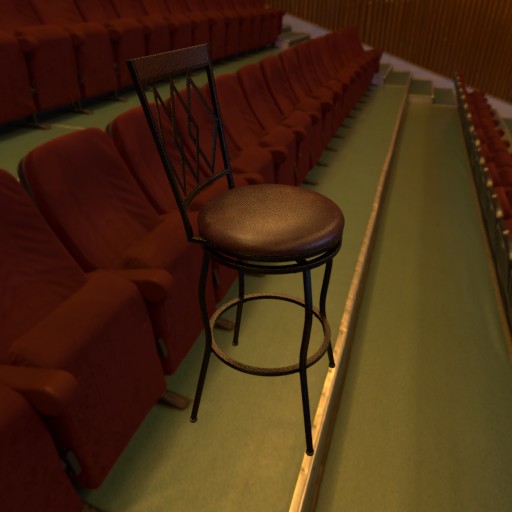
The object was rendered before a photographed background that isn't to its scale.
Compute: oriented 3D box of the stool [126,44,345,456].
[{"bbox_3d":[0.000,0.000,1.357,0.521,1.134,0.432,9,32,16],"label":"stool"}]
